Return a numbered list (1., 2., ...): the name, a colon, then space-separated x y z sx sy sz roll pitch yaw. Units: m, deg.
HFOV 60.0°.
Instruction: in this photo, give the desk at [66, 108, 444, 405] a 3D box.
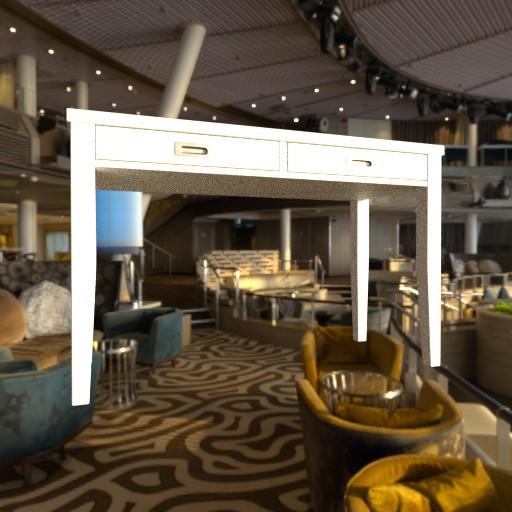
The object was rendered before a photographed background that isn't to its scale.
1. desk: 0.000 0.000 1.590 1.220 0.775 0.508 0 1 -20
